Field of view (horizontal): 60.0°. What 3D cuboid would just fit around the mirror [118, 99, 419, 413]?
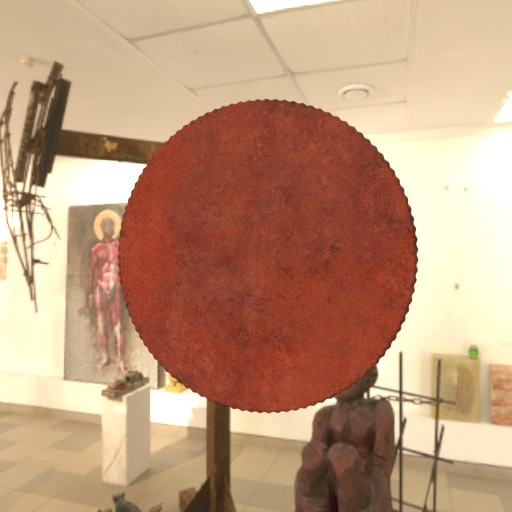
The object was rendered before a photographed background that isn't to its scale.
[{"bbox_3d":[0.000,0.000,0.887,0.609,0.609,0.056,0,0,18],"label":"mirror"}]
